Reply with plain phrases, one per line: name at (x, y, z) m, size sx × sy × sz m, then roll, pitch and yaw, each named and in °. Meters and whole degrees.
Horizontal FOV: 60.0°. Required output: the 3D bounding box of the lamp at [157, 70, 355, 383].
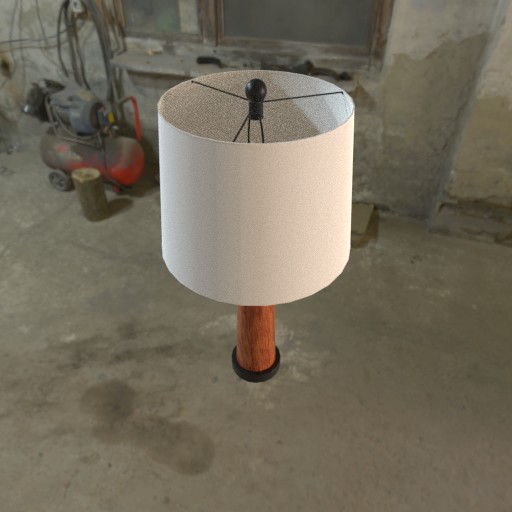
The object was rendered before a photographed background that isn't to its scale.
lamp at (0.000, 0.000, 0.856) m, size 0.349 × 0.667 × 0.349 m, roll 0°, pitch 40°, yaw 0°
